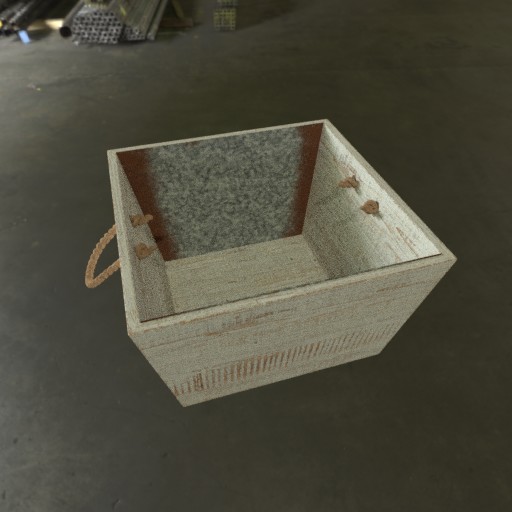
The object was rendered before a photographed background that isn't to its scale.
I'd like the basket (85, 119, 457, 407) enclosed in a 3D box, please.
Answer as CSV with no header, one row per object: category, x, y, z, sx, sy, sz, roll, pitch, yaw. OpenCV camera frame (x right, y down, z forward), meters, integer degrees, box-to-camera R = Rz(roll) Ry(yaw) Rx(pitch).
basket,0.000,0.000,0.750,0.545,0.247,0.413,-12,44,-12
